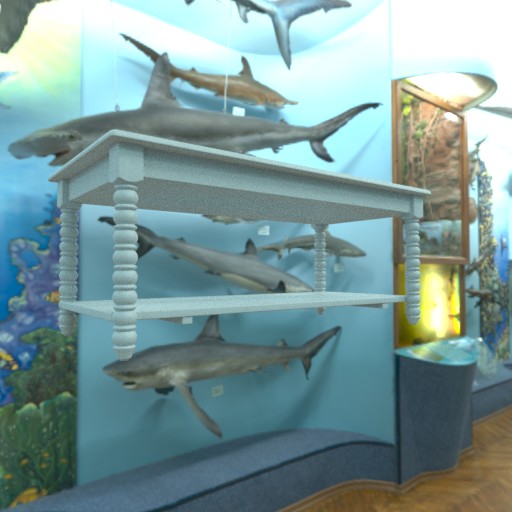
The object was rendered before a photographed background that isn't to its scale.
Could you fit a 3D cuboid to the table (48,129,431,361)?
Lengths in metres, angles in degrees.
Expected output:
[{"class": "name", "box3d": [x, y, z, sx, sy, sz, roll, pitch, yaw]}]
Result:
[{"class": "table", "box3d": [0.000, 0.000, 1.477, 1.171, 0.487, 0.580, 2, -3, -37]}]
